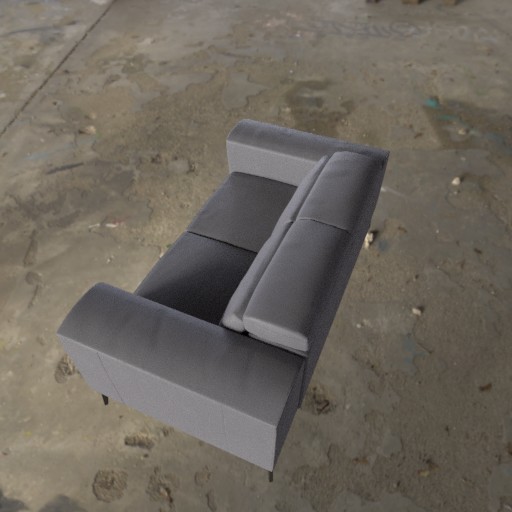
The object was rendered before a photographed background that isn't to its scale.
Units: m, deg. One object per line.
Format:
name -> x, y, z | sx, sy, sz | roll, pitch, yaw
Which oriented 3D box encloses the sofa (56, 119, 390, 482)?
sofa -> 0.000, 0.000, 2.425 | 1.003, 0.779, 1.895 | 18, 49, 16
